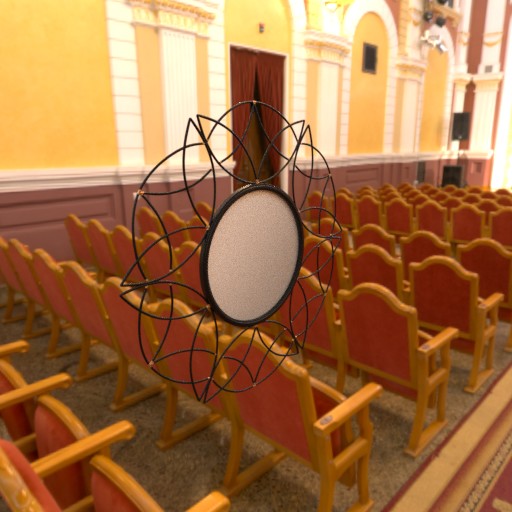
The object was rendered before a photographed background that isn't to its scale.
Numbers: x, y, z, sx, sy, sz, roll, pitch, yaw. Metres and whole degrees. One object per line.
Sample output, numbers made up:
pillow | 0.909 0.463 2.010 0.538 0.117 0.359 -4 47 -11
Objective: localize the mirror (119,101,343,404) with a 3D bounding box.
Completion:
mirror | 0.000 0.000 1.169 0.028 0.775 0.797 14 20 42
